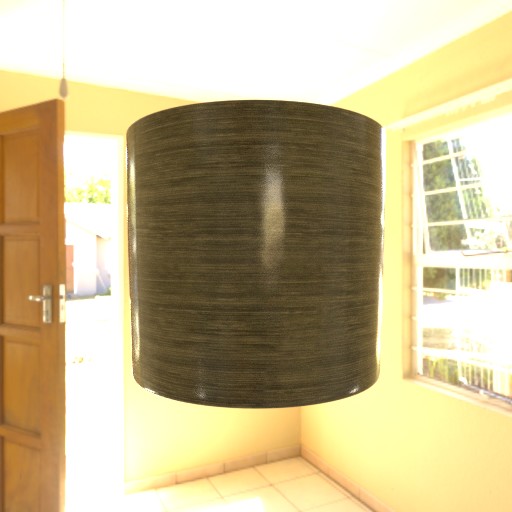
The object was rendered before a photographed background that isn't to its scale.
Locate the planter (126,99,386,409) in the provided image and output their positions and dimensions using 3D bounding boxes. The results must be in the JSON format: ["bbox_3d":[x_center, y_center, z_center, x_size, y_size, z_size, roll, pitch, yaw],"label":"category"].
[{"bbox_3d":[0.000,0.000,0.394,0.221,0.201,0.221,0,0,0],"label":"planter"}]
